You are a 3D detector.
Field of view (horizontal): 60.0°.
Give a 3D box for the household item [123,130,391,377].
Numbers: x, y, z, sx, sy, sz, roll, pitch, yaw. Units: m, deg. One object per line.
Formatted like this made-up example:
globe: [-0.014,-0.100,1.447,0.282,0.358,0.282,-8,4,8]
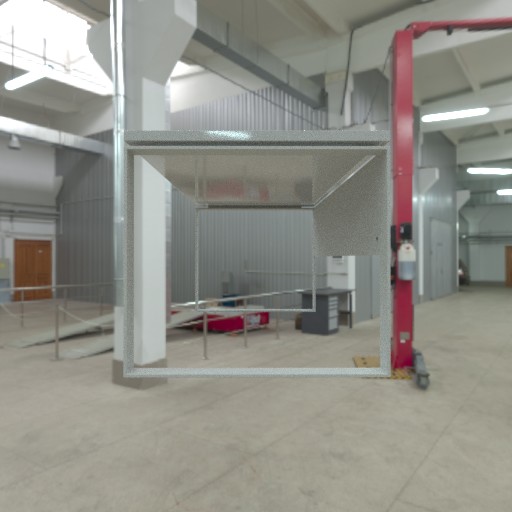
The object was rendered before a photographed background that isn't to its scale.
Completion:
household item: [0.000,0.000,2.178,0.800,0.745,1.700,0,0,0]
